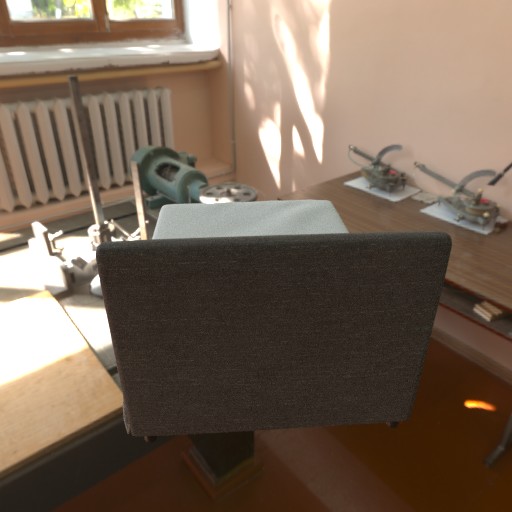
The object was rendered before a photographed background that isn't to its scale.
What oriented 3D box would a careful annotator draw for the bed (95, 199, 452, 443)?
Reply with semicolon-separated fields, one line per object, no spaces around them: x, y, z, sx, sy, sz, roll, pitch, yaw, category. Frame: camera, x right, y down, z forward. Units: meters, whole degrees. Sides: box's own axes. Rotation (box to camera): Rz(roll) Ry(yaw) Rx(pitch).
0.000;0.000;3.230;1.723;1.330;2.142;-2;29;-4;bed
